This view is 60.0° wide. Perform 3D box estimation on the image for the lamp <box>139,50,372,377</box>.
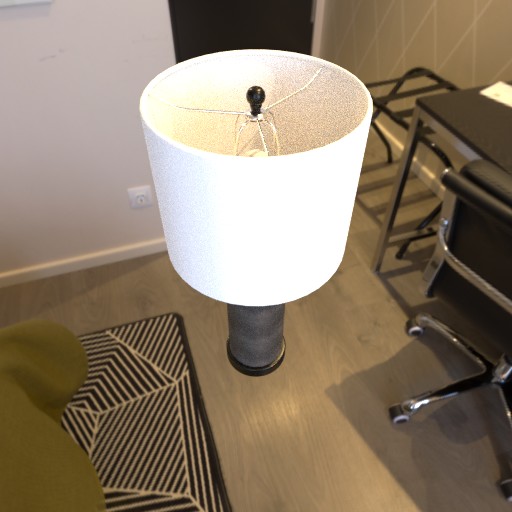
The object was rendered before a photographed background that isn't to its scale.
[{"bbox_3d":[0.000,0.000,0.806,0.305,0.634,0.305,32,54,27],"label":"lamp"}]
